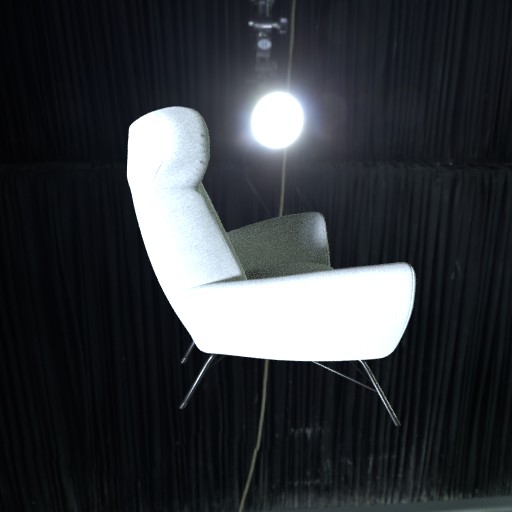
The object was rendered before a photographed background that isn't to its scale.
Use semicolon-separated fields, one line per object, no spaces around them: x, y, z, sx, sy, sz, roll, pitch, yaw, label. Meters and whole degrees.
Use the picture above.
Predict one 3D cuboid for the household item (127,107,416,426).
0.000;0.000;1.705;0.900;1.050;0.980;-3;16;-9;household item
